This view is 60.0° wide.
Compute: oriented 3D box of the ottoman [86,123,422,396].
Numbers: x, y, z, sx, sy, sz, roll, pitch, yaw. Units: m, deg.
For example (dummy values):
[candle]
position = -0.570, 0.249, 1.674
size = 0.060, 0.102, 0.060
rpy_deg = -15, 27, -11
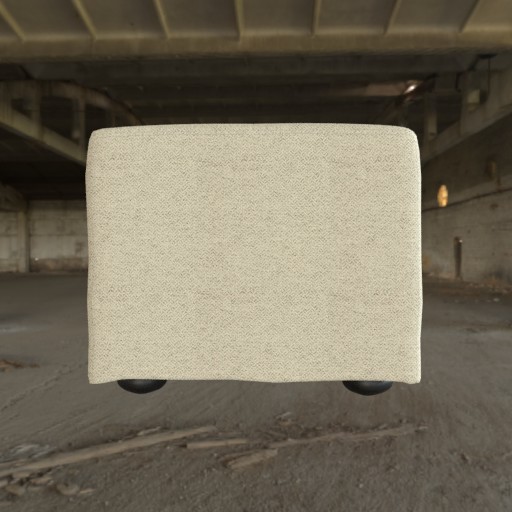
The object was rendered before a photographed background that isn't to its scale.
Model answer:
[ottoman]
position = 0.000, 0.000, 0.920
size = 0.521, 0.453, 0.512
rpy_deg = 0, 1, 1
